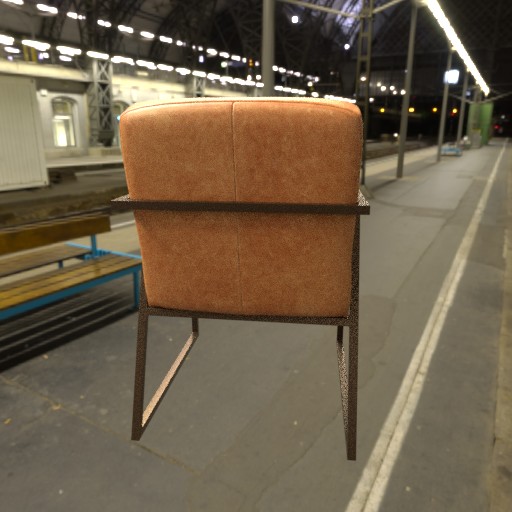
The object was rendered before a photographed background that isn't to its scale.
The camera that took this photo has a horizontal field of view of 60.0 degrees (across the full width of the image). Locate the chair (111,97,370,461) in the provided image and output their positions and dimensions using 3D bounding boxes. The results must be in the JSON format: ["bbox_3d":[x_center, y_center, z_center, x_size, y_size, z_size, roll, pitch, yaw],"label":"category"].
[{"bbox_3d":[0.000,0.000,1.285,0.571,0.832,0.677,2,16,7],"label":"chair"}]
